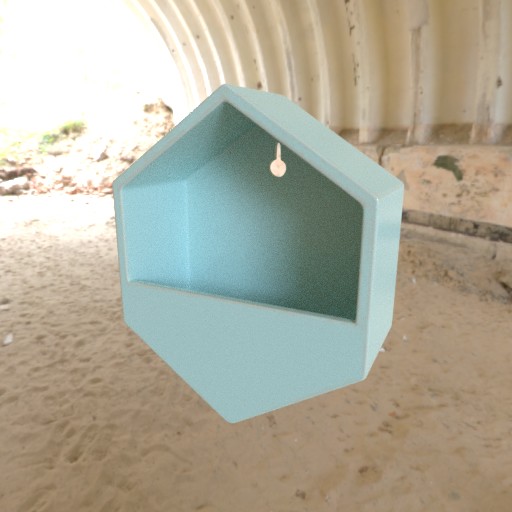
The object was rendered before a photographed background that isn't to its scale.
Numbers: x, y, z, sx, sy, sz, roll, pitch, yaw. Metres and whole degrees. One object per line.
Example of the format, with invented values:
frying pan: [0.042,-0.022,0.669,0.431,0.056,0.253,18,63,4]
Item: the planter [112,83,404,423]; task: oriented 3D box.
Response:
planter: [0.000,0.000,0.293,0.169,0.207,0.078,8,17,25]
